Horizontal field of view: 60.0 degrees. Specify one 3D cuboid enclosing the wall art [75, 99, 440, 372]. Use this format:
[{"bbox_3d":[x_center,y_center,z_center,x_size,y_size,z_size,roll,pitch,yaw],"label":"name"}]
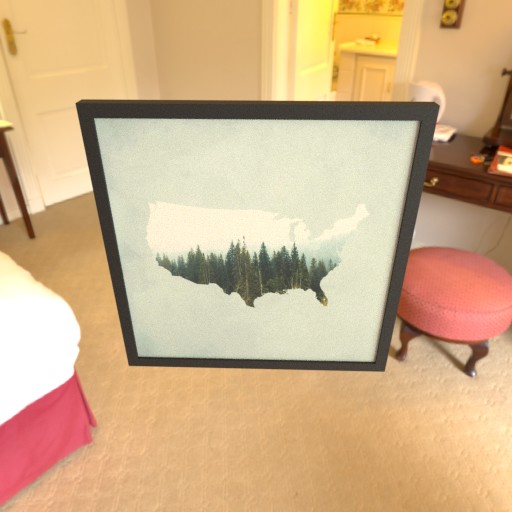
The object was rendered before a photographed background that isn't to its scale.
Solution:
[{"bbox_3d":[0.000,0.000,1.139,0.763,0.763,0.038,1,31,2],"label":"wall art"}]
